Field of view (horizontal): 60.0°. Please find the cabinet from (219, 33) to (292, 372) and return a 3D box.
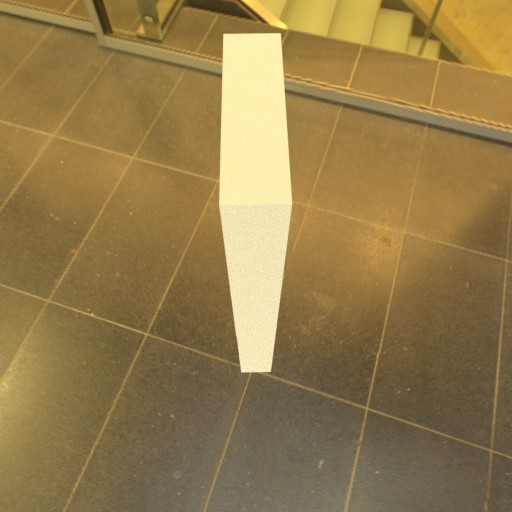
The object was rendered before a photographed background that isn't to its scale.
[{"bbox_3d":[0.000,0.000,2.020,0.192,1.770,0.643,-1,62,0],"label":"cabinet"}]
